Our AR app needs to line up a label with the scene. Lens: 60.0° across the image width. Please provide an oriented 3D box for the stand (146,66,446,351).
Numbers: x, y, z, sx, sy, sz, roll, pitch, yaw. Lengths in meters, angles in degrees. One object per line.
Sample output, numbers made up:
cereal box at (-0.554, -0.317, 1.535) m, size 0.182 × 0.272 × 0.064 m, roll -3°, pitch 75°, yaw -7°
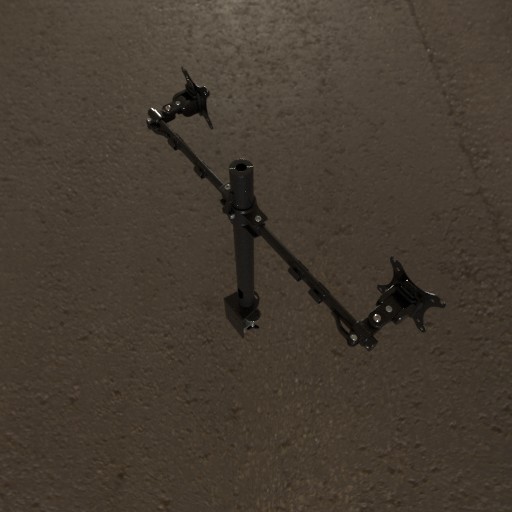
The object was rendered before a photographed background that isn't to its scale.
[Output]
stand at (0.000, 0.000, 1.007) m, size 0.150 × 0.603 × 0.743 m, roll -33°, pitch 63°, yaw -19°
